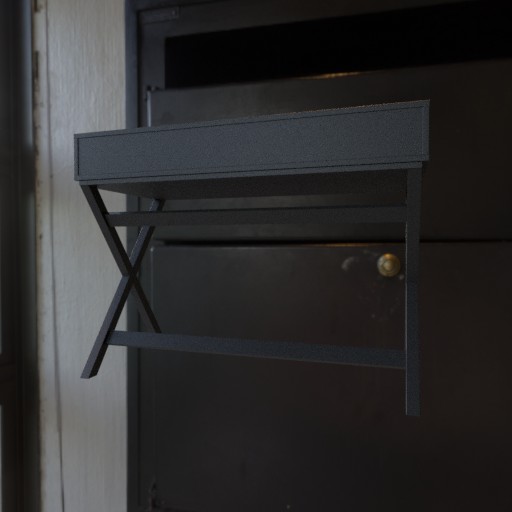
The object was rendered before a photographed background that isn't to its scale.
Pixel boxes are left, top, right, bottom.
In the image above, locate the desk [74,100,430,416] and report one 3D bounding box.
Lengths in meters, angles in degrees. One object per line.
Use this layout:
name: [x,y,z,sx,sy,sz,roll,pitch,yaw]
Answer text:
desk: [0.000,0.000,1.494,1.057,0.780,0.504,0,1,18]
